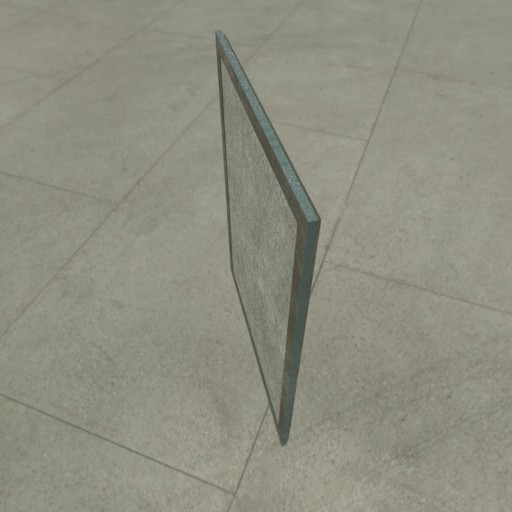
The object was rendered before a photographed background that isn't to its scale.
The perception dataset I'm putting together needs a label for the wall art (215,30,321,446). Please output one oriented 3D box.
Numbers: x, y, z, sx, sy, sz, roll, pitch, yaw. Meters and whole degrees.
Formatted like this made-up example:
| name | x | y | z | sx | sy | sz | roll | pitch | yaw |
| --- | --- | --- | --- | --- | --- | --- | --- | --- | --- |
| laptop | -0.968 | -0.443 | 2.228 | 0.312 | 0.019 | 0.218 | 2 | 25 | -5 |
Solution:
| name | x | y | z | sx | sy | sz | roll | pitch | yaw |
| --- | --- | --- | --- | --- | --- | --- | --- | --- | --- |
| wall art | 0.000 | 0.000 | 1.303 | 0.030 | 0.983 | 0.767 | -11 | 49 | -10 |
